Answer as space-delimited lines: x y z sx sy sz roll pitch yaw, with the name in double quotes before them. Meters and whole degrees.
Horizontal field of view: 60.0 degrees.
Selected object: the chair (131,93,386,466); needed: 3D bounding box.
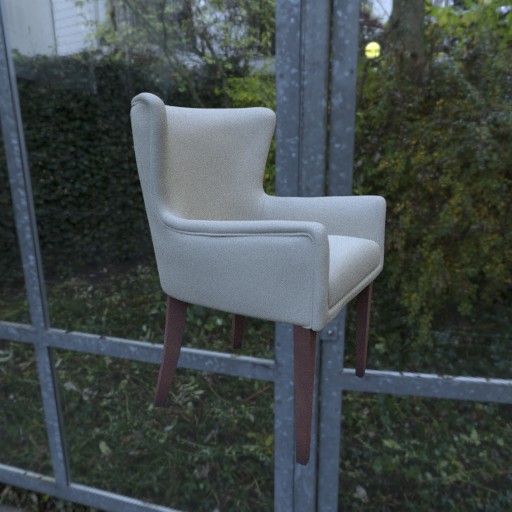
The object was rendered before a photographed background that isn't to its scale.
"chair" 0.000 0.000 1.416 0.686 0.952 0.660 8 17 29
